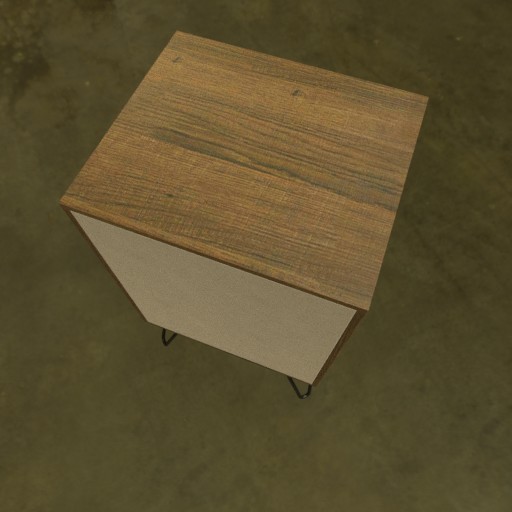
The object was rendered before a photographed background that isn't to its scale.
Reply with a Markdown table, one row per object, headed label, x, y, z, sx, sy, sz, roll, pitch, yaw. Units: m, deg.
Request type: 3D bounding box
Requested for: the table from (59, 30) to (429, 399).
| label | x | y | z | sx | sy | sz | roll | pitch | yaw |
| --- | --- | --- | --- | --- | --- | --- | --- | --- | --- |
| table | 0.000 | 0.000 | 1.163 | 0.526 | 0.866 | 0.457 | 19 | 65 | 9 |
